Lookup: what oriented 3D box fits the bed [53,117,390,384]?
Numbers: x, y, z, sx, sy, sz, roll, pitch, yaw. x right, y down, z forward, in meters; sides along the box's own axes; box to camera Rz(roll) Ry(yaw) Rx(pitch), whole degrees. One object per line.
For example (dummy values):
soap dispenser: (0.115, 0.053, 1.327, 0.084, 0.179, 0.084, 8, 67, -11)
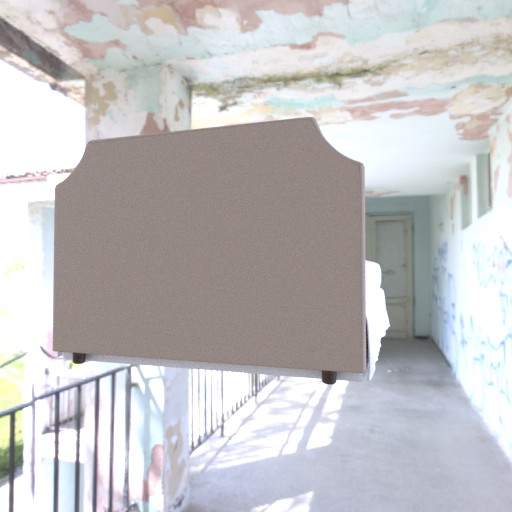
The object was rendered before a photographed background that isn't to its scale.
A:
bed: (0.000, 0.000, 4.180, 2.350, 1.590, 2.773, -1, -2, 18)
